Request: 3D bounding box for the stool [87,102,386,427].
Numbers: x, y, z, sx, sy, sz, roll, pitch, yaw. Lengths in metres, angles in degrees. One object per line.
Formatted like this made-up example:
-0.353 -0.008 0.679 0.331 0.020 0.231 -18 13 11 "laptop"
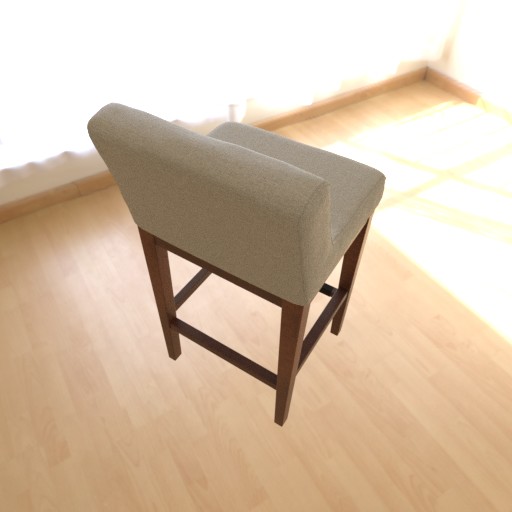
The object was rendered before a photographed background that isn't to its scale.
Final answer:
0.000 0.000 1.246 0.511 0.937 0.500 25 51 22 "stool"
